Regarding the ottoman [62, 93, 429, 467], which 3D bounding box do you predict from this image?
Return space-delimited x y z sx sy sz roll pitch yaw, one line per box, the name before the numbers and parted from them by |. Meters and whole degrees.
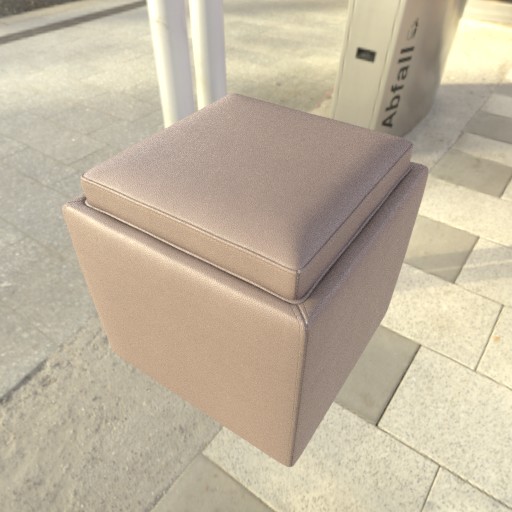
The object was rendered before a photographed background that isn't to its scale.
ottoman | 0.000 0.000 0.826 0.450 0.460 0.451 24 47 25
